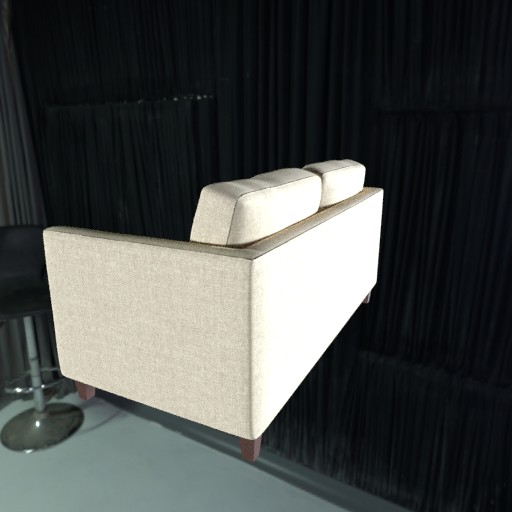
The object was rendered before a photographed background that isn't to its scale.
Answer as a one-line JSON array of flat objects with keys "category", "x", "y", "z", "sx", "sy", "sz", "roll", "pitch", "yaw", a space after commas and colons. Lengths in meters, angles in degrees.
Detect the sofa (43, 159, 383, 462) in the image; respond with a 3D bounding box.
[{"category": "sofa", "x": 0.000, "y": 0.000, "z": 2.363, "sx": 0.950, "sy": 0.963, "sz": 1.884, "roll": 8, "pitch": 18, "yaw": 26}]
